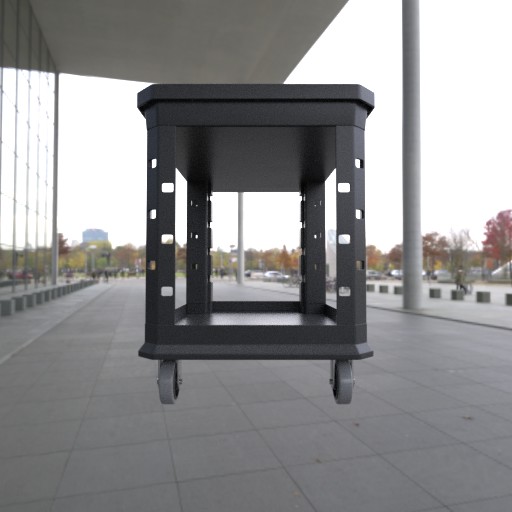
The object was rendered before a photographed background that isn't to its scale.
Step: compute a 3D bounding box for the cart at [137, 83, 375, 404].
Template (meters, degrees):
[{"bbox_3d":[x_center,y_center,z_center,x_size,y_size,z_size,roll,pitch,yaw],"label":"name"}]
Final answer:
[{"bbox_3d":[0.000,0.000,1.791,0.674,0.884,1.239,0,-2,0],"label":"cart"}]
